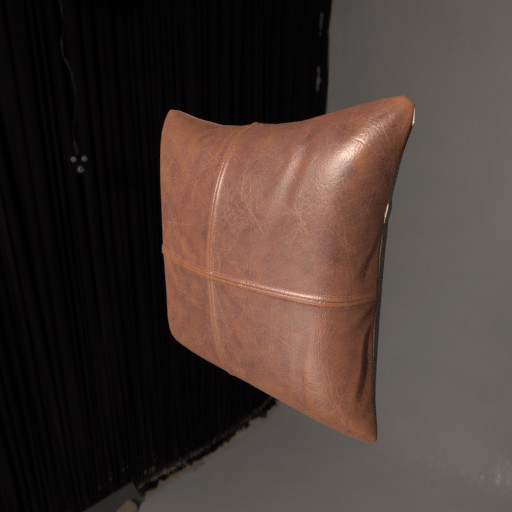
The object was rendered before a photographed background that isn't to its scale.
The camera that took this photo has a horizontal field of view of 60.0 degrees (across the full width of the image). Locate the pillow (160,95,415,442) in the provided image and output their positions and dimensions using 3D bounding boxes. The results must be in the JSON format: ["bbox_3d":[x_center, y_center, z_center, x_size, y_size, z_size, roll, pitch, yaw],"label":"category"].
[{"bbox_3d":[0.000,0.000,0.716,0.484,0.470,0.192,15,22,42],"label":"pillow"}]
